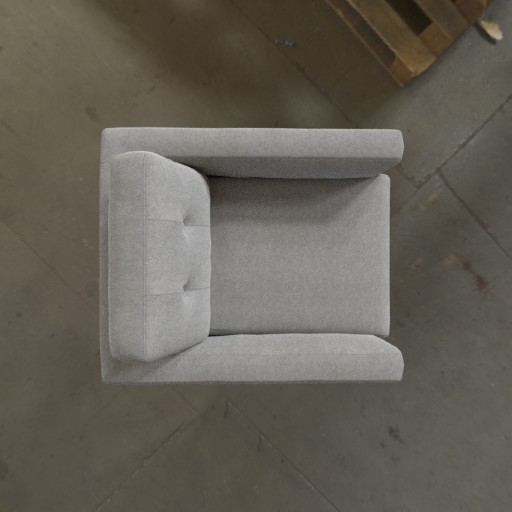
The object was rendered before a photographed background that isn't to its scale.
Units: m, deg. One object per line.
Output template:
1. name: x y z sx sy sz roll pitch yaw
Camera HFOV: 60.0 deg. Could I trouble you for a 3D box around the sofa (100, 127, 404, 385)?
1. sofa: 0.000 0.000 1.511 0.920 0.860 0.770 0 90 -2
